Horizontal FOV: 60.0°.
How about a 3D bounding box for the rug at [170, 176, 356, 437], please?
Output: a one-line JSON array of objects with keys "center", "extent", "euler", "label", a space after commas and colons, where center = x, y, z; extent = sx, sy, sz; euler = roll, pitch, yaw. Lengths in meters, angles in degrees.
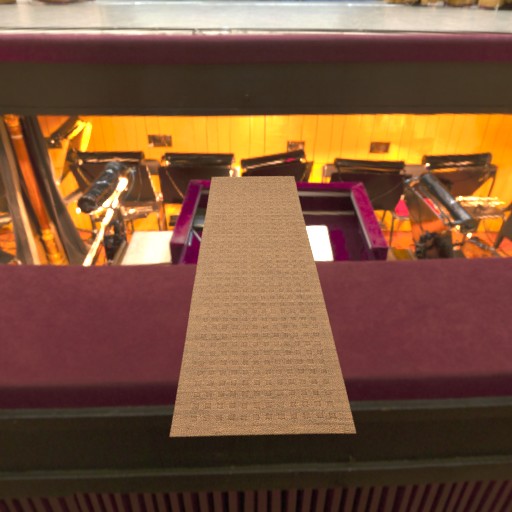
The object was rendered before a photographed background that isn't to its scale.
[{"center": [0.000, 0.000, 2.653], "extent": [0.688, 0.005, 2.437], "euler": [-1, 33, -1], "label": "rug"}]
